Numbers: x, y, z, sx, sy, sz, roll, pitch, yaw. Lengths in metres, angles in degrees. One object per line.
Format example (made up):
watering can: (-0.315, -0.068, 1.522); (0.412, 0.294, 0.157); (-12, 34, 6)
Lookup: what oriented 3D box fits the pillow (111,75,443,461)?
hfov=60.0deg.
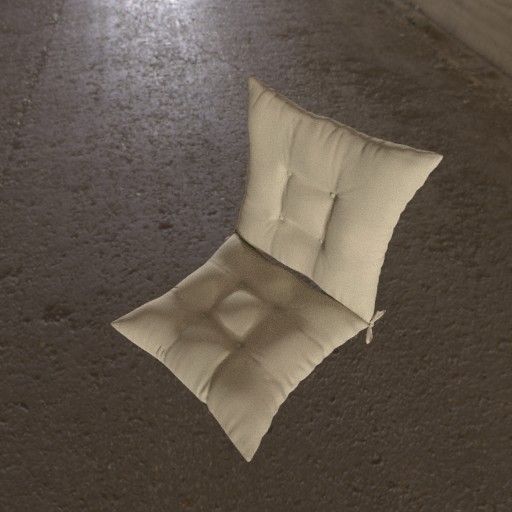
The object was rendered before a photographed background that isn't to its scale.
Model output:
pillow: (0.000, 0.000, 1.023); (0.541, 0.536, 0.585); (34, 56, 28)
